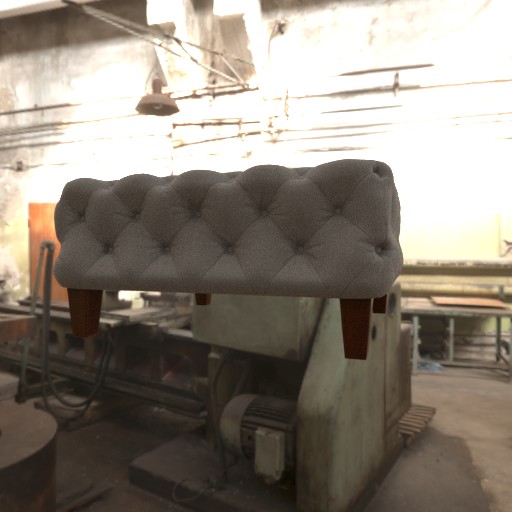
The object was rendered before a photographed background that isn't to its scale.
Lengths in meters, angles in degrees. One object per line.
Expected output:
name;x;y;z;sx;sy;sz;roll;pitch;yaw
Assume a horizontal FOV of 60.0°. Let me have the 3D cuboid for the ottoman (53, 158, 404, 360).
ottoman;0.000;0.000;1.453;0.917;0.439;0.911;0;1;19
